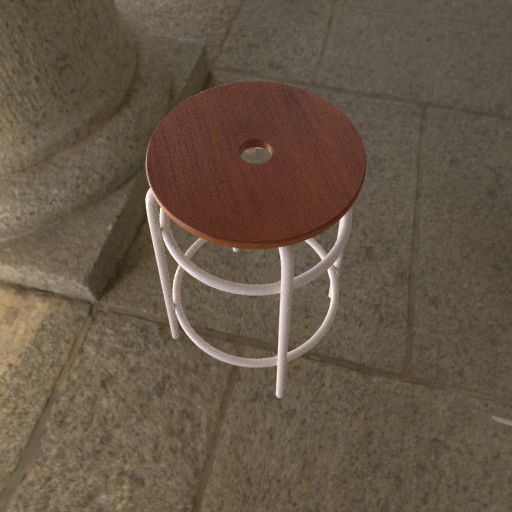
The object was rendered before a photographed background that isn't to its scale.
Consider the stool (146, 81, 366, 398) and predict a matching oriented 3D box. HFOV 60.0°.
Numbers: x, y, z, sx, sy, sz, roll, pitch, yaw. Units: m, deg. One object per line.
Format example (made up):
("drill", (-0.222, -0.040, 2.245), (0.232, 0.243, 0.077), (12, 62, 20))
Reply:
("stool", (0.000, 0.000, 0.936), (0.455, 0.610, 0.455), (-13, 59, -8))
